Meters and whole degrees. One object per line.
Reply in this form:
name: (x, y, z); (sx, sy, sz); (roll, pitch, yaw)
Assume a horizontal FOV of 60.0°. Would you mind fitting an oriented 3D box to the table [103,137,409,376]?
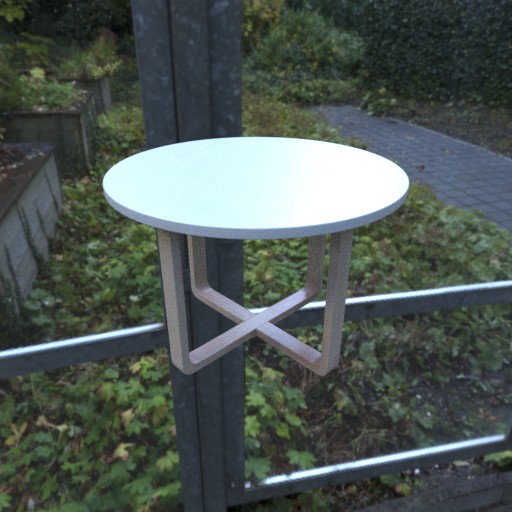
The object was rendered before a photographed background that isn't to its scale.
table: (0.000, 0.000, 0.998); (0.600, 0.400, 0.600); (0, 27, 0)
